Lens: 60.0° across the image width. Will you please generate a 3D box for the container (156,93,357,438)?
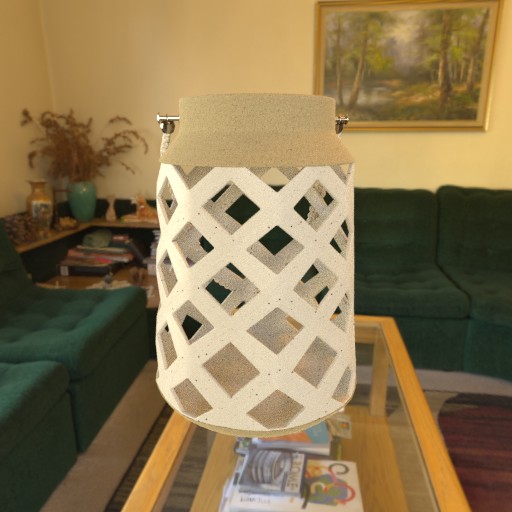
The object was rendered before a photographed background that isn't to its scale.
[{"bbox_3d":[0.000,0.000,0.345,0.163,0.229,0.172,-3,16,-9],"label":"container"}]
